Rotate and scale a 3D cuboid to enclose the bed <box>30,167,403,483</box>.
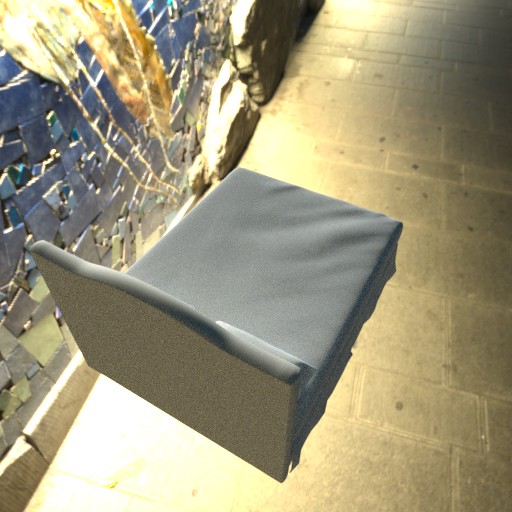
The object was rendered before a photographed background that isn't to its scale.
[{"bbox_3d":[0.000,0.000,3.373,1.821,1.436,2.282,23,50,21],"label":"bed"}]
